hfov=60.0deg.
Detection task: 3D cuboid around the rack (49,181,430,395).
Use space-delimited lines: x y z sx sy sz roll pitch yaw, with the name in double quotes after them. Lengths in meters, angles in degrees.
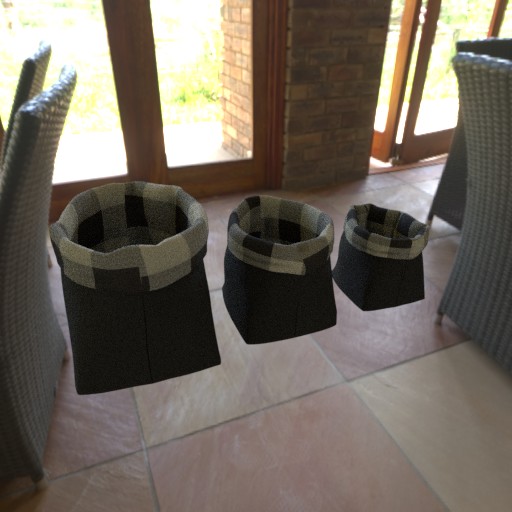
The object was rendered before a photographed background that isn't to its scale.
0.000 0.000 1.069 0.889 0.329 0.370 -10 32 -16 "rack"
